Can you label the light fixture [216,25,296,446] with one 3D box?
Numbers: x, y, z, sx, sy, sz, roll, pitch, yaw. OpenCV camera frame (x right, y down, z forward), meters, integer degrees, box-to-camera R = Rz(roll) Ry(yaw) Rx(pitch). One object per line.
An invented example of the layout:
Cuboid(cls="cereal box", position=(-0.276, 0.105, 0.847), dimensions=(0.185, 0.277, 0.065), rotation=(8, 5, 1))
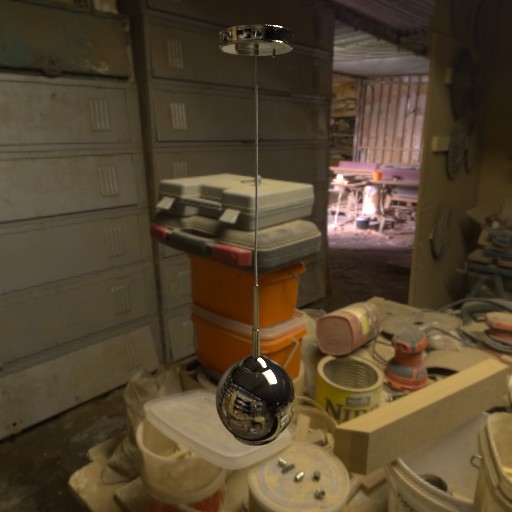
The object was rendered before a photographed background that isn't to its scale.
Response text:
Cuboid(cls="light fixture", position=(0.000, 0.000, 1.682), dimensions=(0.336, 1.538, 0.336), rotation=(15, 21, 43))
